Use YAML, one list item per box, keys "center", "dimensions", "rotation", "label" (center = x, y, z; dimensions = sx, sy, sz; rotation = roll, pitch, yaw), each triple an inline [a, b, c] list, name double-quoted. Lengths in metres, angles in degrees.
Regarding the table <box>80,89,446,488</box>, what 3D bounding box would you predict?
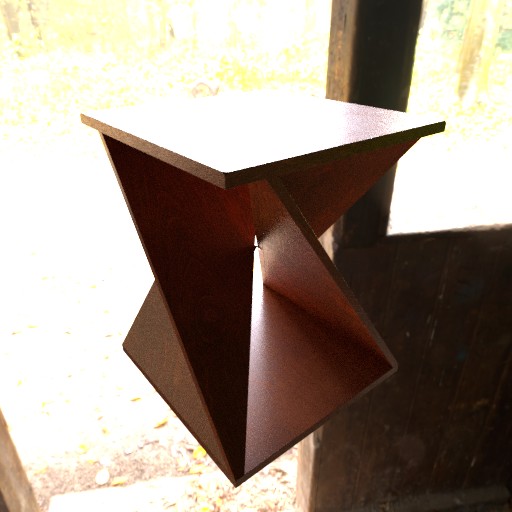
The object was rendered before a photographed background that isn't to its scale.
- center: [0.000, 0.000, 0.848]
  dimensions: [0.427, 0.520, 0.427]
  rotation: [-21, 35, -34]
  label: "table"
